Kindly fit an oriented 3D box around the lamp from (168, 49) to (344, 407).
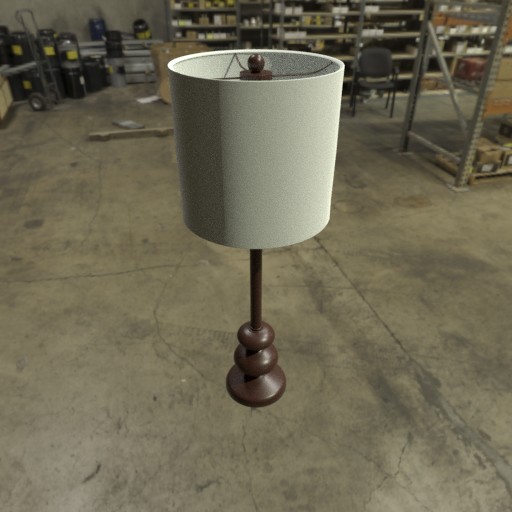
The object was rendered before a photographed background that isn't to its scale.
[{"bbox_3d":[0.000,0.000,0.822,0.254,0.690,0.254,-9,34,-14],"label":"lamp"}]
